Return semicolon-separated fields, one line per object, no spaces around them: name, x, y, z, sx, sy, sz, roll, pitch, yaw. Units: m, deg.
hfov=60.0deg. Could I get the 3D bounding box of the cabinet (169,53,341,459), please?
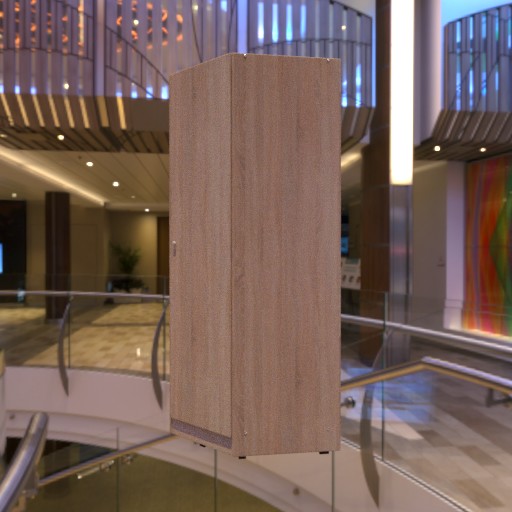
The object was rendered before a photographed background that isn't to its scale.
cabinet;0.000;0.000;2.879;1.327;2.120;1.094;0;0;38
